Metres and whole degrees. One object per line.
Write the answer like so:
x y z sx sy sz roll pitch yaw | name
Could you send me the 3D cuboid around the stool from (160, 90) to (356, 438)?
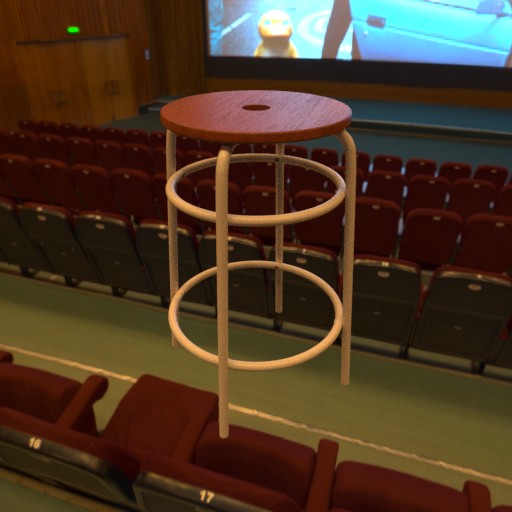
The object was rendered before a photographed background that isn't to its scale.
0.000 0.000 0.939 0.455 0.610 0.455 9 32 15 | stool
